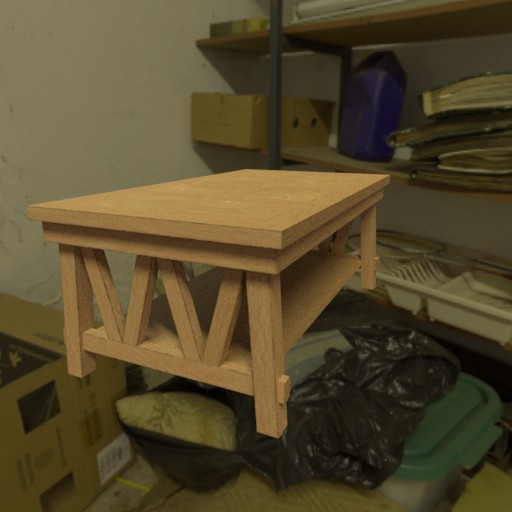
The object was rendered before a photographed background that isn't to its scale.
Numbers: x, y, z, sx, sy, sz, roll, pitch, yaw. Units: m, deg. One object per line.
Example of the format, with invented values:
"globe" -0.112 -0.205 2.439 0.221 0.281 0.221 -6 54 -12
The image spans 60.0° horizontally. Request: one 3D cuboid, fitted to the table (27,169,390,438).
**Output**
"table" 0.000 0.000 1.620 0.711 0.507 1.270 7 17 24
